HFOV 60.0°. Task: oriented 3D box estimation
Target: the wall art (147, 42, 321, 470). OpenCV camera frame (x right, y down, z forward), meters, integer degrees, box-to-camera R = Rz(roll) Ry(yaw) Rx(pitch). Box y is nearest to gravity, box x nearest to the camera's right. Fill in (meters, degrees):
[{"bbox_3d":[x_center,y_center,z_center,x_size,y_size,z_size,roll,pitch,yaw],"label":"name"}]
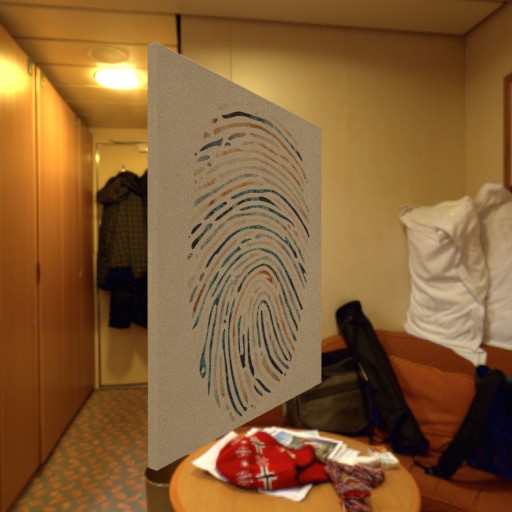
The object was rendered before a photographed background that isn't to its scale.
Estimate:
[{"bbox_3d":[0.000,0.000,0.989,0.021,0.710,0.609,0,0,35],"label":"wall art"}]
